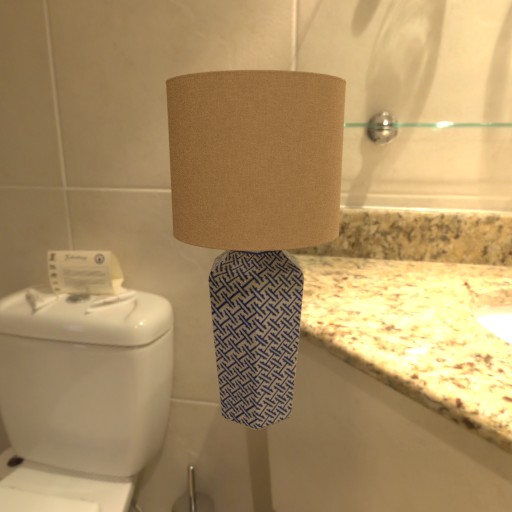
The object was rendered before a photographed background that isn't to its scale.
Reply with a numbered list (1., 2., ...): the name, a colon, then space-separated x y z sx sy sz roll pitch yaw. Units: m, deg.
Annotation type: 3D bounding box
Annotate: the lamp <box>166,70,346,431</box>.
1. lamp: 0.000 0.000 0.880 0.320 0.682 0.320 -7 16 -25
